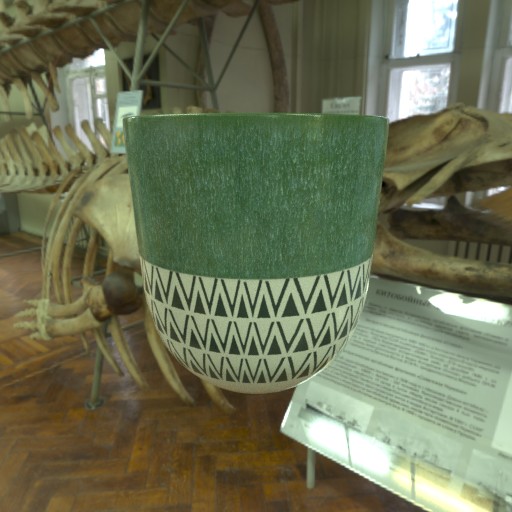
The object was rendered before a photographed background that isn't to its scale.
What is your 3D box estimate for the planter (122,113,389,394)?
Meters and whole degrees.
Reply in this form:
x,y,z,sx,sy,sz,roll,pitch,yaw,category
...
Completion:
x,y,z,sx,sy,sz,roll,pitch,yaw,category
0.000,0.000,0.364,0.195,0.214,0.195,0,15,0,planter
